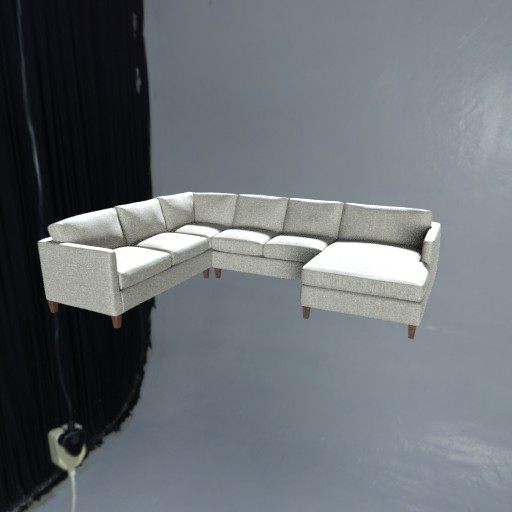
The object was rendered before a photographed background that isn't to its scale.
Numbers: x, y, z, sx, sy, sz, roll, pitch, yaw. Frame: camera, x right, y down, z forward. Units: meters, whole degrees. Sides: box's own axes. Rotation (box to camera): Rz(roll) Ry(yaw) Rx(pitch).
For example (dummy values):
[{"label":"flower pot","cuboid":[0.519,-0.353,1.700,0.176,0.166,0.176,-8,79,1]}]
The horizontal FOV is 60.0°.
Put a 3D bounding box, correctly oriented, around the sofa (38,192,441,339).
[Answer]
[{"label":"sofa","cuboid":[0.000,0.000,4.683,3.460,0.959,2.593,8,18,25]}]
